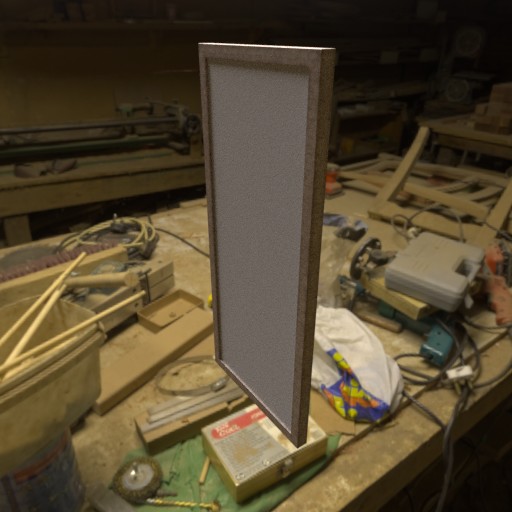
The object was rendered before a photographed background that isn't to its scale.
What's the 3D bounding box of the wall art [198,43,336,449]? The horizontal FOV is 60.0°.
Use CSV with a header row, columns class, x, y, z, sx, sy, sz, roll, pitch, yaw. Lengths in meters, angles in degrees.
class,x,y,z,sx,sy,sz,roll,pitch,yaw
wall art,0.000,0.000,1.702,0.051,1.461,0.648,-18,32,-31
